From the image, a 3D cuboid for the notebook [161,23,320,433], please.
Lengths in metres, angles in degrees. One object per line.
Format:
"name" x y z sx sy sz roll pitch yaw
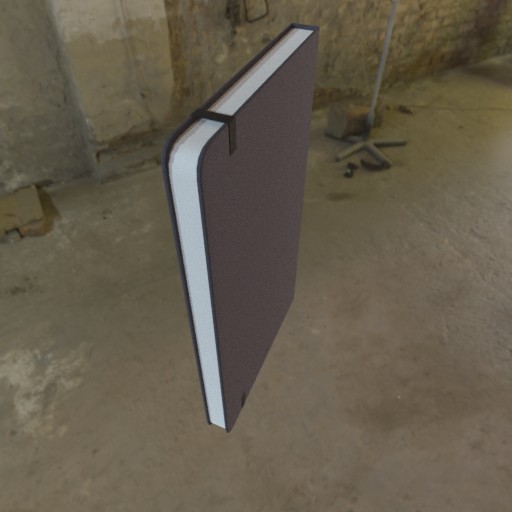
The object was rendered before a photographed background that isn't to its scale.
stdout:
"notebook" 0.000 0.000 0.257 0.016 0.213 0.127 17 48 16
